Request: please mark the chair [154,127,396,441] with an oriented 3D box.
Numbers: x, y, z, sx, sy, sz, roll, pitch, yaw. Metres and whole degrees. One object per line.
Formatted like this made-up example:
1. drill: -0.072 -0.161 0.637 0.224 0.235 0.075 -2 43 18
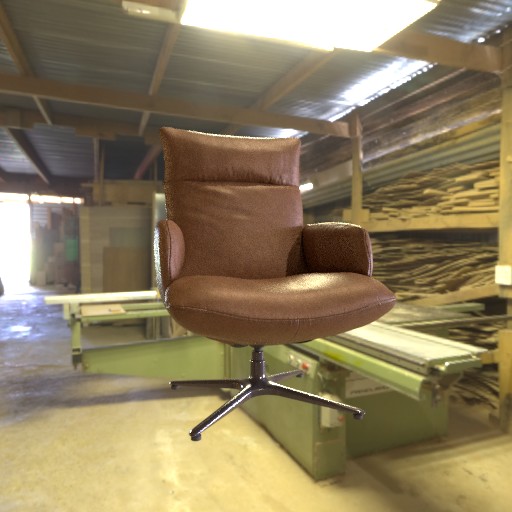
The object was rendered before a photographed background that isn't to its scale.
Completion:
1. chair: 0.000 0.000 1.572 0.711 1.027 0.794 0 1 -17
